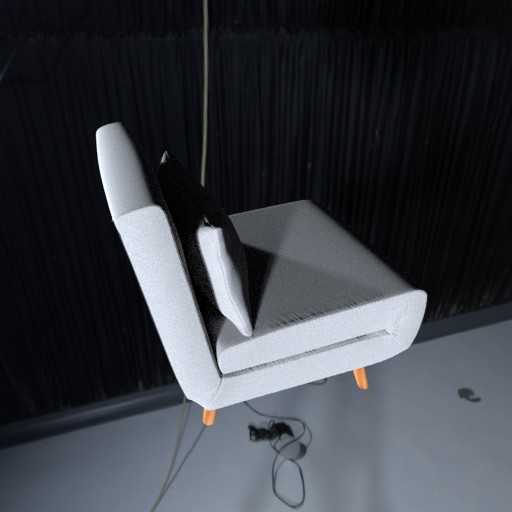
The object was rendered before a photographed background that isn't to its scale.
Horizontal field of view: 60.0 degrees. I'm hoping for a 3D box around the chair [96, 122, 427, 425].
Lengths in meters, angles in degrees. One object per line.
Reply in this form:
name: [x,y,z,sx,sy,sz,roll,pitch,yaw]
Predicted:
chair: [0.000,0.000,1.517,0.902,0.808,0.770,-10,32,-17]
